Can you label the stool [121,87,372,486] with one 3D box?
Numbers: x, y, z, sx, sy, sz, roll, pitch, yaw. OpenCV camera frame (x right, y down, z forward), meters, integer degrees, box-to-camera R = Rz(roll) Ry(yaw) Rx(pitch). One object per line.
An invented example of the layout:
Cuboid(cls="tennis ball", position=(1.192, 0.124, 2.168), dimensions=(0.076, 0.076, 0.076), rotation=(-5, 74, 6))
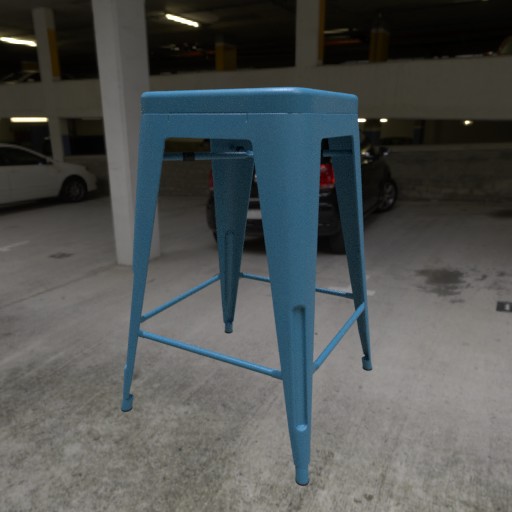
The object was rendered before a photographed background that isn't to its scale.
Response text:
Cuboid(cls="stool", position=(0.000, 0.000, 0.884), dimensions=(0.410, 0.608, 0.410), rotation=(9, 20, 27))
